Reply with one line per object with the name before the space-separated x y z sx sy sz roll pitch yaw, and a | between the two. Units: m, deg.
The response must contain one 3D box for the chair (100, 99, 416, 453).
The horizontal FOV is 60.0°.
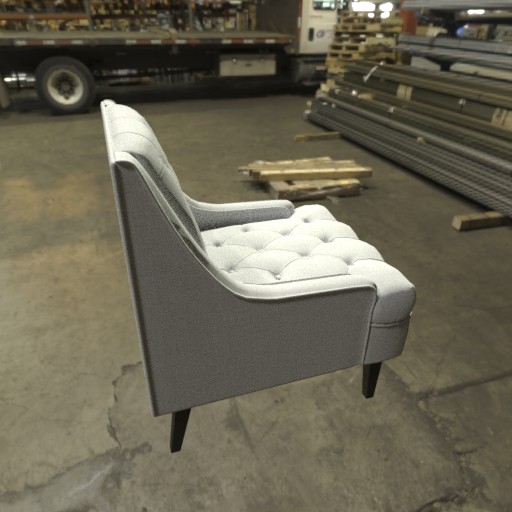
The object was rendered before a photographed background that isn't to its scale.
chair | 0.000 0.000 1.382 0.772 0.891 0.658 -9 31 -16
